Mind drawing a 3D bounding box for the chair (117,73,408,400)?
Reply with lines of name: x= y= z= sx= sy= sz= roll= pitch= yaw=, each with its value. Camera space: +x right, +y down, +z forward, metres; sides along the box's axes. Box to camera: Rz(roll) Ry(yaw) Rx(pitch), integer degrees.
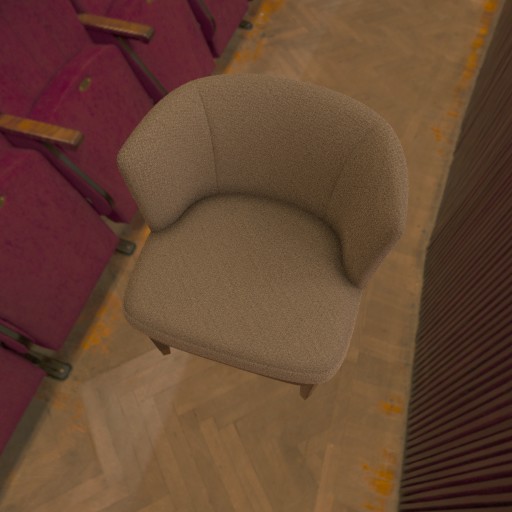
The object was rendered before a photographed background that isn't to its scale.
chair: x=0.000 y=0.000 z=1.314 sx=0.700 sy=0.760 sz=0.660 roll=15 pitch=60 yaw=9
